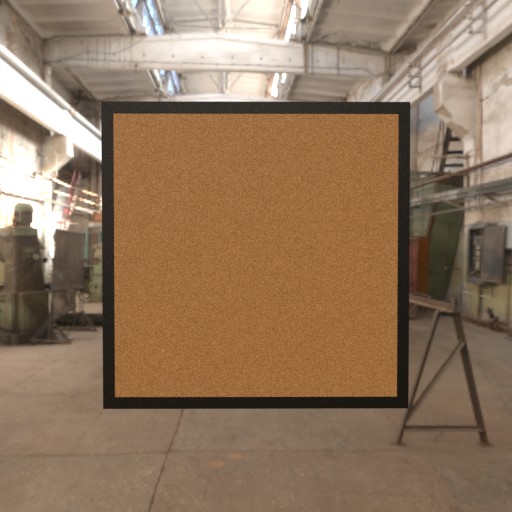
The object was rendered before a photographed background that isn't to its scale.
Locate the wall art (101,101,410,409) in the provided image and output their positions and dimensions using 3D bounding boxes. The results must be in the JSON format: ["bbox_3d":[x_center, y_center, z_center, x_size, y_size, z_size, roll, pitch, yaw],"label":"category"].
[{"bbox_3d":[0.000,0.000,1.118,0.762,0.762,0.038,0,1,0],"label":"wall art"}]
